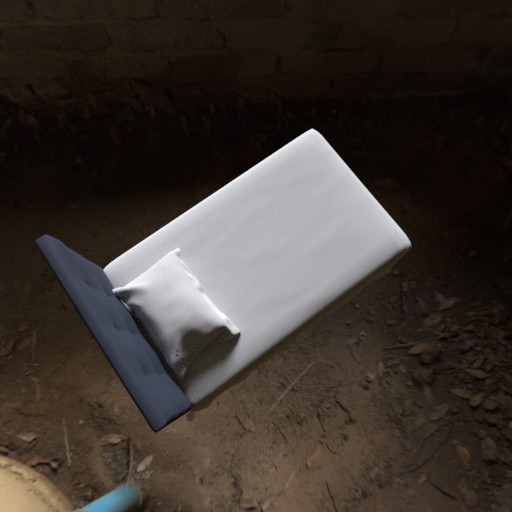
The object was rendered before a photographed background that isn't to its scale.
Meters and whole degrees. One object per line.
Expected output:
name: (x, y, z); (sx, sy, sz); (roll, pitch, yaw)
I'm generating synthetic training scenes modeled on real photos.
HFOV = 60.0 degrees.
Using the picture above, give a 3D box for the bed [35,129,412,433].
bed: (0.000, 0.000, 3.024); (1.997, 1.571, 1.261); (-35, 78, -8)
